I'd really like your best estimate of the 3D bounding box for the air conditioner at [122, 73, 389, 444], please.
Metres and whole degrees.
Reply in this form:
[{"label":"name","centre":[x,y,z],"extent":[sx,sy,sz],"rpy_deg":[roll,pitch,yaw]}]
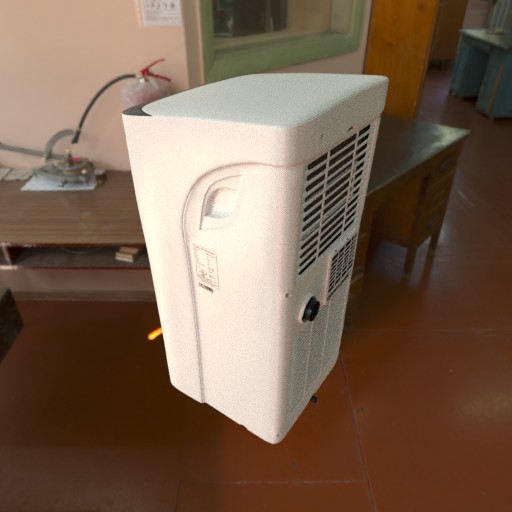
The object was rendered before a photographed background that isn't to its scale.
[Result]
[{"label":"air conditioner","centre":[0.000,0.000,0.933],"extent":[0.369,0.716,0.352],"rpy_deg":[20,39,28]}]
